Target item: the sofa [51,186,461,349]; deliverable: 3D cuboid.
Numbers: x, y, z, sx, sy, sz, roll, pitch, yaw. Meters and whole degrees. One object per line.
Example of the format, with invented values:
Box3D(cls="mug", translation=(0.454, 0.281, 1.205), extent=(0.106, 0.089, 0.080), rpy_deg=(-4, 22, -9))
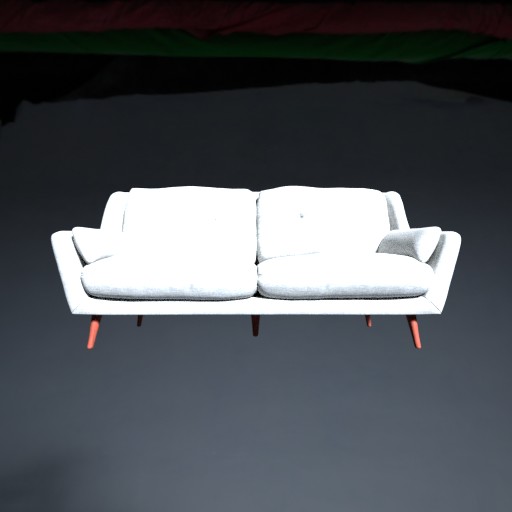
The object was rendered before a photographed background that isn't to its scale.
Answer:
Box3D(cls="sofa", translation=(0.000, 0.000, 2.484), extent=(1.930, 0.897, 0.976), rpy_deg=(0, -1, 0))
